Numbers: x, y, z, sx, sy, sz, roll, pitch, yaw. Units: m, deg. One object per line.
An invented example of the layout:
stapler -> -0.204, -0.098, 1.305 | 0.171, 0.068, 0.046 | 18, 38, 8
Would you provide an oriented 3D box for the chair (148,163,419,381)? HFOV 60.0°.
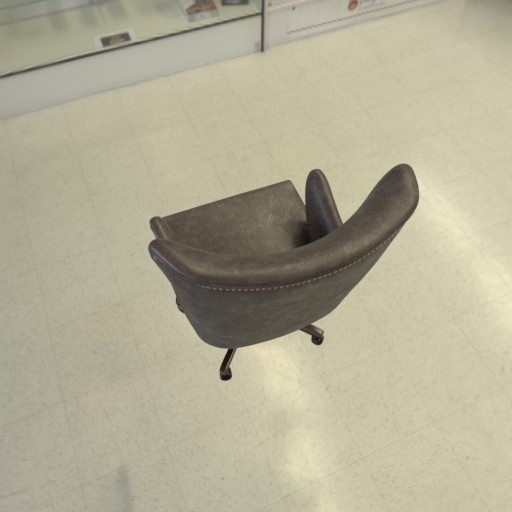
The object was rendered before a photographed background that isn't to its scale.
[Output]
chair -> 0.000, 0.000, 1.426 | 0.594, 1.037, 0.717 | -18, 61, -11
